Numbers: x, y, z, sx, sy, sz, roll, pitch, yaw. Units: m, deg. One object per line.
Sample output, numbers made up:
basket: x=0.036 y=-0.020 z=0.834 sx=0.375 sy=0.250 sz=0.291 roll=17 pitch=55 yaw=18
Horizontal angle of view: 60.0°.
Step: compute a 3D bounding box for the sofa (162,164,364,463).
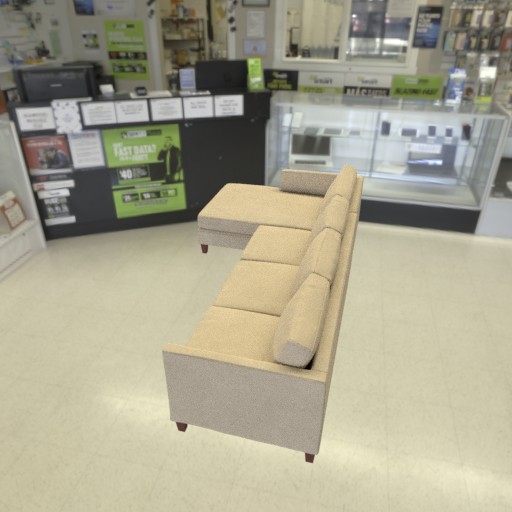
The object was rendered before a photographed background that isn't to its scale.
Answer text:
sofa: x=0.000 y=0.000 z=3.889 sx=1.625 sy=0.846 sz=3.186 roll=8 pitch=31 yaw=13
